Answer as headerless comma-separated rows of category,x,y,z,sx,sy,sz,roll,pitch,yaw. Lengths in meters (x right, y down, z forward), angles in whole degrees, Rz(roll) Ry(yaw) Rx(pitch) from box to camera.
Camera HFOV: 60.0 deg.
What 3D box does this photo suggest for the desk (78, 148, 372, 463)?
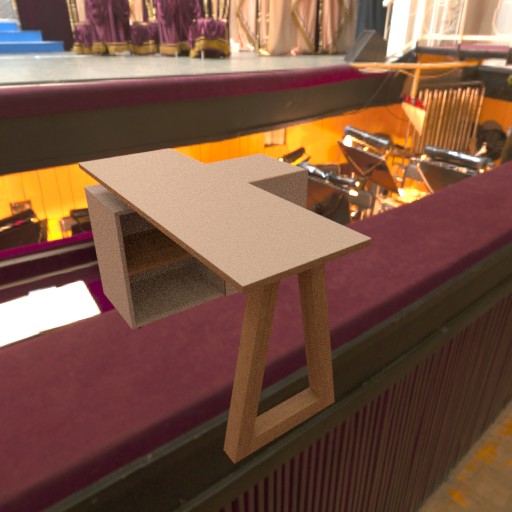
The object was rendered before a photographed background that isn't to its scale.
desk,0.000,0.000,2.091,1.098,0.755,1.404,-19,33,-31
